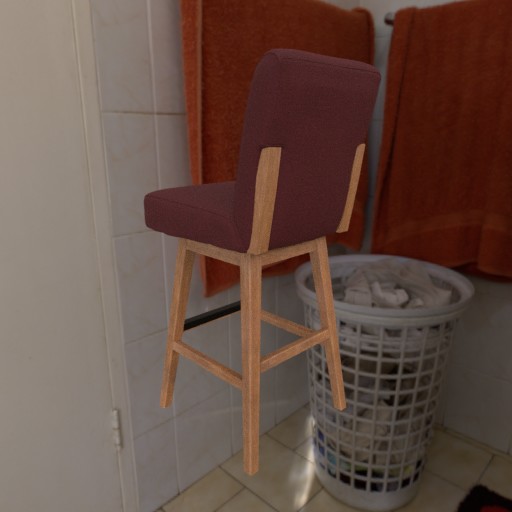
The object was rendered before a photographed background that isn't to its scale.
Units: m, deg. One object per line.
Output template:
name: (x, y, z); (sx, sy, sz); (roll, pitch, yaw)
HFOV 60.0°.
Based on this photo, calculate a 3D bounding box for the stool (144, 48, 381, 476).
stool: (0.000, 0.000, 1.378); (0.468, 1.093, 0.562); (-15, 22, -42)
